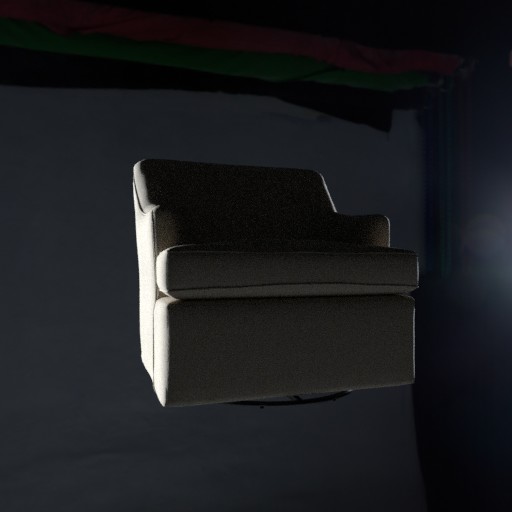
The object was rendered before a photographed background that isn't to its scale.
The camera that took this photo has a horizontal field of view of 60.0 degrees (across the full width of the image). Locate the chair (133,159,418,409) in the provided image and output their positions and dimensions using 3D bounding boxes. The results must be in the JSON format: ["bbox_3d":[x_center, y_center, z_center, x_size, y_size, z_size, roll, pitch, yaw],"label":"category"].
[{"bbox_3d":[0.000,0.000,1.650,0.864,0.856,0.923,0,-1,-18],"label":"chair"}]
